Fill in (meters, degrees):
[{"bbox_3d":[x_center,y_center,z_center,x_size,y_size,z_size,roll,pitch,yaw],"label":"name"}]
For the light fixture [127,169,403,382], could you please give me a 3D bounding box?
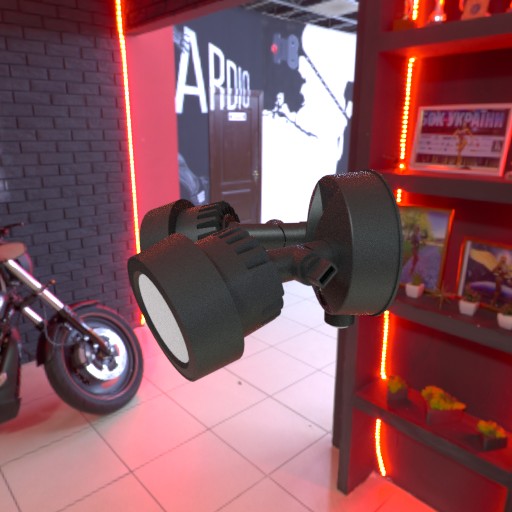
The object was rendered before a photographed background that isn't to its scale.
[{"bbox_3d":[0.000,0.000,0.317,0.168,0.120,0.213,-3,16,-10],"label":"light fixture"}]
